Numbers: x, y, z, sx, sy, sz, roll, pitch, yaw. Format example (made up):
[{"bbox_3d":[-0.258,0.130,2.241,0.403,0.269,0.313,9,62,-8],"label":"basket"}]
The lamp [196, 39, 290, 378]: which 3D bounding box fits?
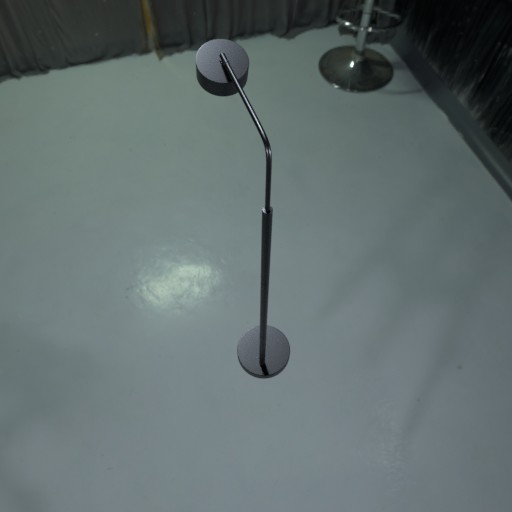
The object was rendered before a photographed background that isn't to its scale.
[{"bbox_3d":[0.000,0.000,1.400,0.219,1.230,0.418,-16,59,-10],"label":"lamp"}]
